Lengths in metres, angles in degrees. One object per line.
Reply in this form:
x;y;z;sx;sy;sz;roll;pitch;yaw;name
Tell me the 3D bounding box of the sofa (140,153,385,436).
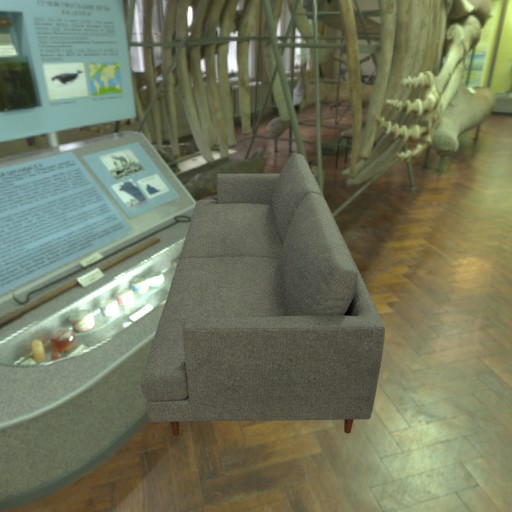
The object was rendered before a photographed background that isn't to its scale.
0.000;0.000;2.862;1.020;0.868;2.250;0;26;-1;sofa
